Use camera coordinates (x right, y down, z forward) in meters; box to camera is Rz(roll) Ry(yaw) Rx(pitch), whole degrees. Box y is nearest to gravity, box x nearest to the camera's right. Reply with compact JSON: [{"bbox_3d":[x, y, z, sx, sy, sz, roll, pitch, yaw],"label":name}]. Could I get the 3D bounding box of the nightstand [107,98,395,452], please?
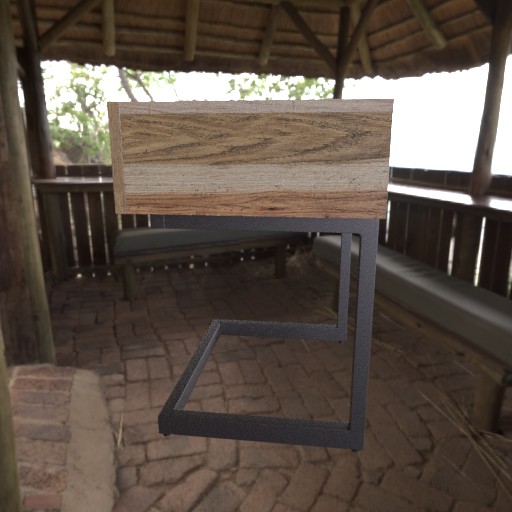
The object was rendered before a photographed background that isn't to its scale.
[{"bbox_3d":[0.000,0.000,1.022,0.481,0.632,0.558,2,14,7],"label":"nightstand"}]
